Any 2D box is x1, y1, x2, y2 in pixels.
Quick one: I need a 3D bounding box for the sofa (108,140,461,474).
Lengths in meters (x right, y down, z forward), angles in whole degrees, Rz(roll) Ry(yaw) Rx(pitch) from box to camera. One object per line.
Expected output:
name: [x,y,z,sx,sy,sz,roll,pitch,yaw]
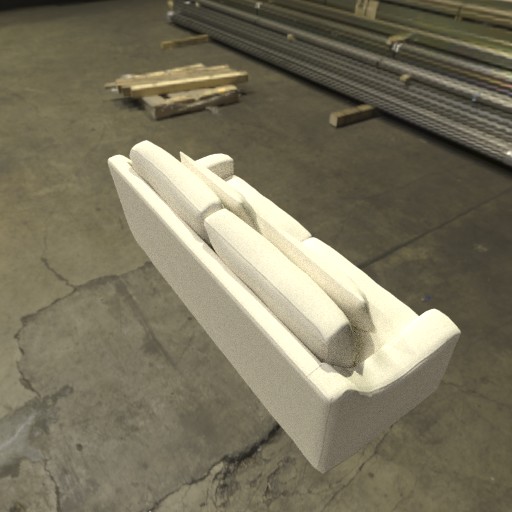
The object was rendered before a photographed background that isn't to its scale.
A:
sofa: [0.000,0.000,2.948,1.009,1.022,2.470,-24,46,-26]
